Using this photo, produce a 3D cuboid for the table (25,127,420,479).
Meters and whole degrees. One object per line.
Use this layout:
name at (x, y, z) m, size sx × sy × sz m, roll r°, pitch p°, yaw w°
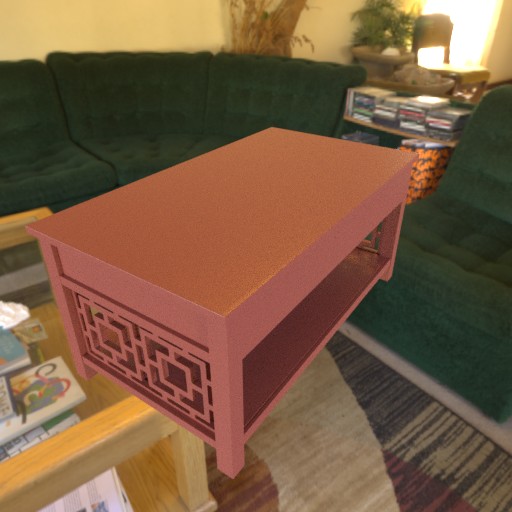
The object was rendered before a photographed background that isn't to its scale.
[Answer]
table at (0.000, 0.000, 1.404) m, size 0.612 × 0.493 × 1.068 m, roll 20°, pitch 36°, yaw 29°
